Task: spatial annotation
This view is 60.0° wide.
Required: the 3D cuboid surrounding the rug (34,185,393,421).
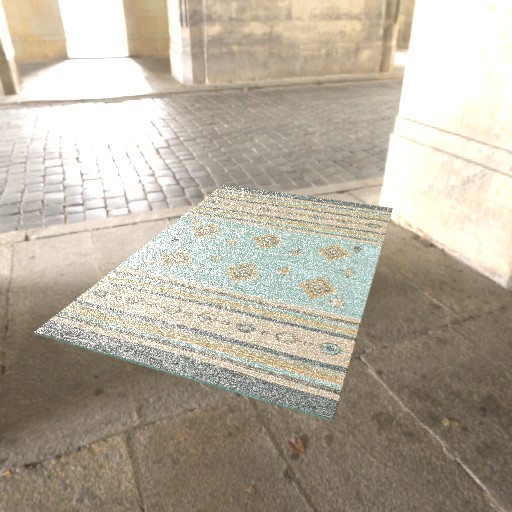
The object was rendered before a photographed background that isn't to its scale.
[{"bbox_3d":[0.000,0.000,2.324,1.212,0.010,1.811,11,31,18],"label":"rug"}]
